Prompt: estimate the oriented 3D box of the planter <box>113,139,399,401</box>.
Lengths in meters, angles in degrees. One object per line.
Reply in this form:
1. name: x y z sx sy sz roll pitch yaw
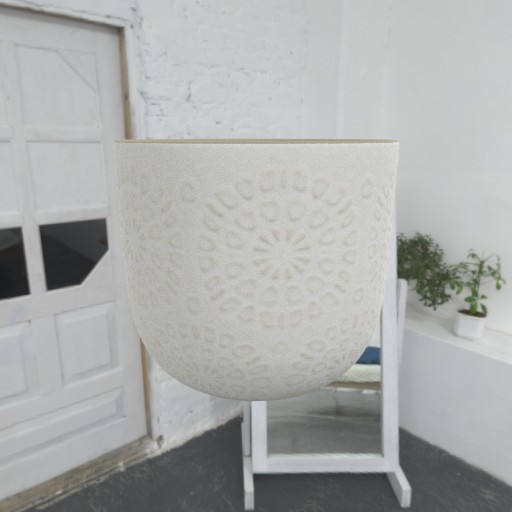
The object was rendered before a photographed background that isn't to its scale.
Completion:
1. planter: 0.000 0.000 0.215 0.124 0.109 0.124 0 15 0
